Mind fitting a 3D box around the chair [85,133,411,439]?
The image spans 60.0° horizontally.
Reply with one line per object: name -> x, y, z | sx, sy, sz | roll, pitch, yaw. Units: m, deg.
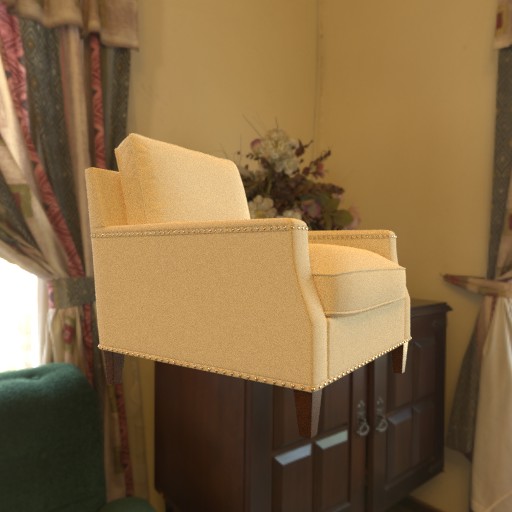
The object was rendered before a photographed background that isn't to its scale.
chair -> 0.000, 0.000, 1.738 | 1.014, 0.943, 0.853 | 0, 0, 35
